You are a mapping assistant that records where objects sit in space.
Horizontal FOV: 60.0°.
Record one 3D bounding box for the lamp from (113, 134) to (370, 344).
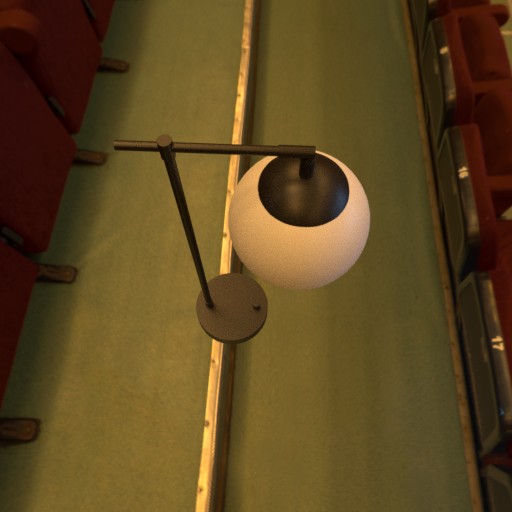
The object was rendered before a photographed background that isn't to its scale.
[{"bbox_3d":[0.000,0.000,0.734,0.316,0.559,0.197,2,64,1],"label":"lamp"}]
